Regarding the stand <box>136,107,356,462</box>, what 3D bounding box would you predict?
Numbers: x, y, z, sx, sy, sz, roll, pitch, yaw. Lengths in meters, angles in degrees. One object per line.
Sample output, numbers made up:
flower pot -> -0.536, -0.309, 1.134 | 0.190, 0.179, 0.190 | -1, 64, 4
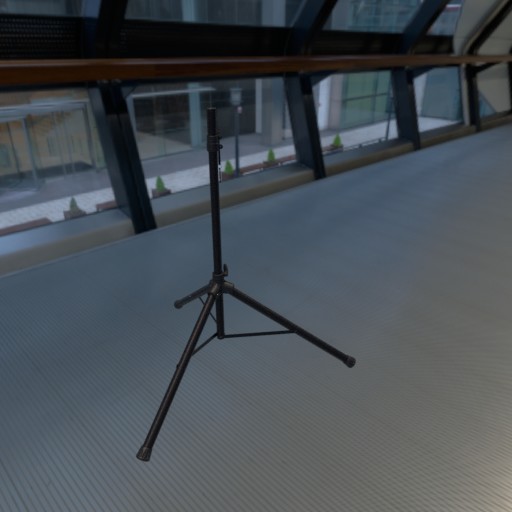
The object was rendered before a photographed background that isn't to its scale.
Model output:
stand -> 0.000, 0.000, 1.777 | 0.907, 1.136, 1.045 | 0, 26, 0
